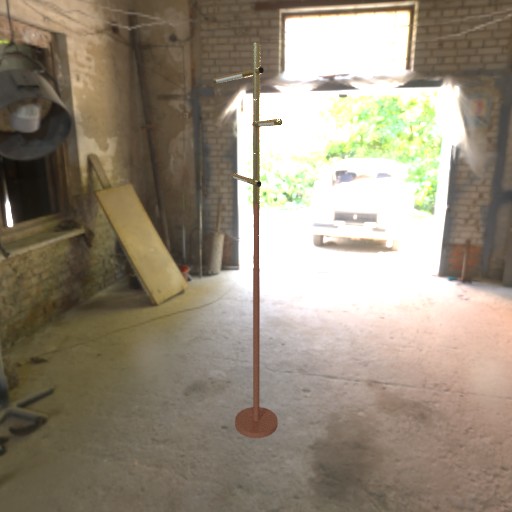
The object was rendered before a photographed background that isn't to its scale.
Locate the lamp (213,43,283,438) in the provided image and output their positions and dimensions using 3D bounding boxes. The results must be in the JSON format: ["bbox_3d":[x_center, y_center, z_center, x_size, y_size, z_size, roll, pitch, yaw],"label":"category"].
[{"bbox_3d":[0.000,0.000,1.943,0.209,1.704,0.737,-7,17,-24],"label":"lamp"}]
